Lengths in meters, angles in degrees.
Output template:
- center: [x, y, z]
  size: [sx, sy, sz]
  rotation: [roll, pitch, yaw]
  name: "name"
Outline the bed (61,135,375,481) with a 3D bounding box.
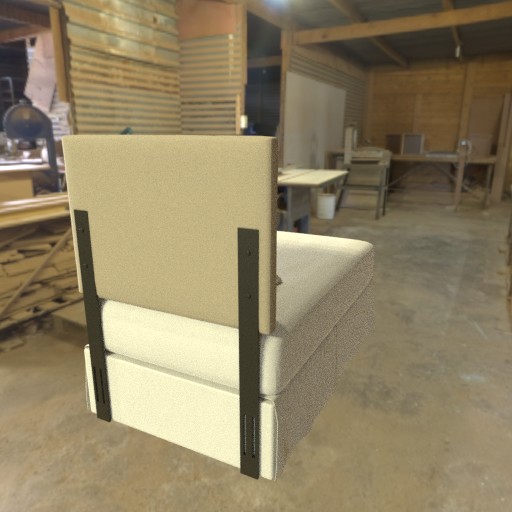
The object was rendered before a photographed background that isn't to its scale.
- center: [0.000, 0.000, 2.951]
  size: [1.261, 1.571, 1.997]
  rotation: [8, 18, 26]
  name: "bed"
